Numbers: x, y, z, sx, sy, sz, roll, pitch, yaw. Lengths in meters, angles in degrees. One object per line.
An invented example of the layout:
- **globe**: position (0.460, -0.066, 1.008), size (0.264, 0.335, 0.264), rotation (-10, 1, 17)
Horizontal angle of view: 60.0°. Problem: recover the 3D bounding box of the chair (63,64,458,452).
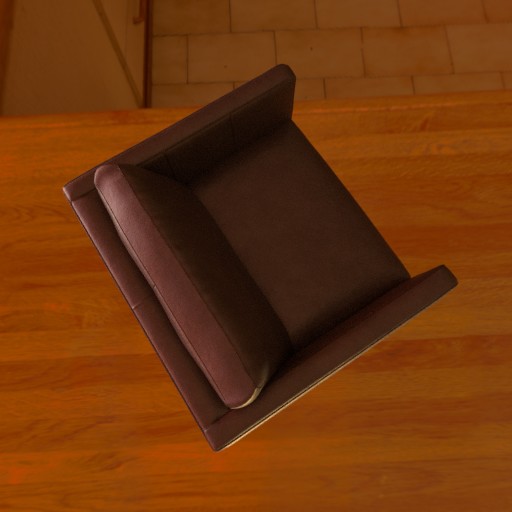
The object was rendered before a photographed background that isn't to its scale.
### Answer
- **chair**: position (0.000, 0.000, 1.589), size (0.862, 0.811, 0.939), rotation (-32, 77, -8)
